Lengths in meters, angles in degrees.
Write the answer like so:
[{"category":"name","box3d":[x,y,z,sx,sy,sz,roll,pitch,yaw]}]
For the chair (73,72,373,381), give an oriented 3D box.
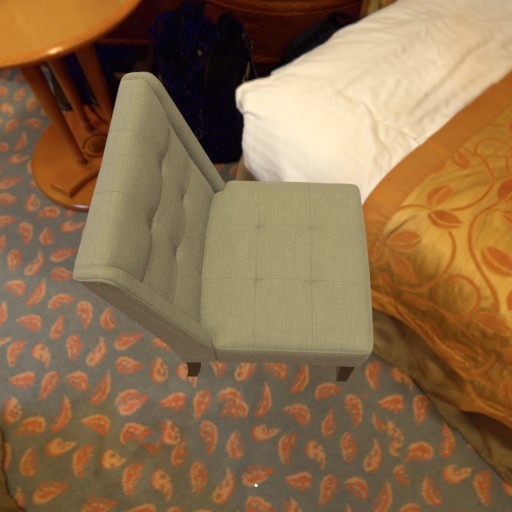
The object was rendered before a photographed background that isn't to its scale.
[{"category":"chair","box3d":[0.000,0.000,1.308,0.676,0.853,0.569,2,63,1]}]
